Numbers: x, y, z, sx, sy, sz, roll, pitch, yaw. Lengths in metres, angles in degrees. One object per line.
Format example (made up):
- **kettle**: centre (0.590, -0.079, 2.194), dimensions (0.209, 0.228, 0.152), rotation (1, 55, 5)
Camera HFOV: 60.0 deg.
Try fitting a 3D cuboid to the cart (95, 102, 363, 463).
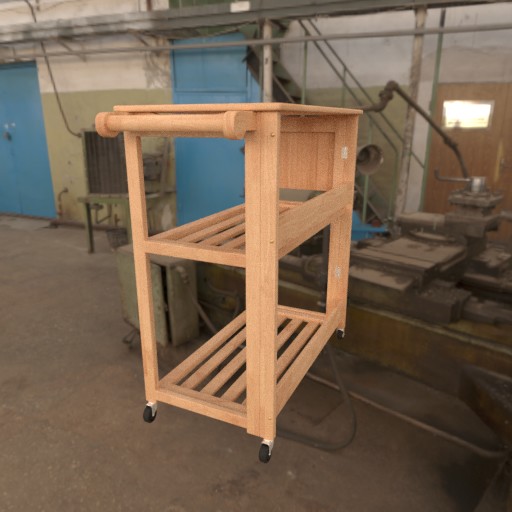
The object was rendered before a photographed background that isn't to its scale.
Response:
- **cart**: centre (0.000, 0.000, 1.387), dimensions (0.432, 0.879, 0.853), rotation (8, 19, 24)
